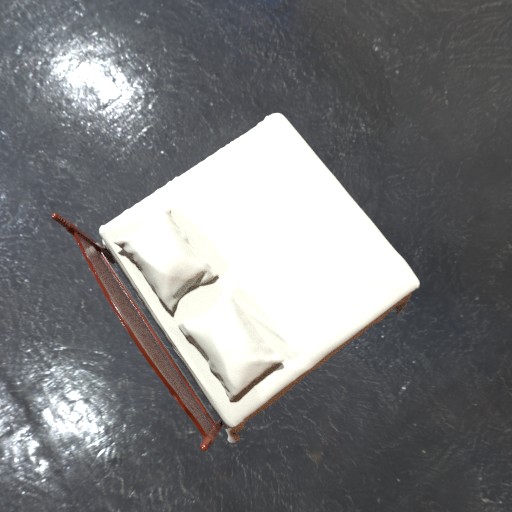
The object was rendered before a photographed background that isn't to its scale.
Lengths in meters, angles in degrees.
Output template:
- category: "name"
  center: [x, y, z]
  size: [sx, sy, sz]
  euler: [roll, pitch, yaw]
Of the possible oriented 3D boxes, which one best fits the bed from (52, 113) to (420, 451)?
- category: "bed"
  center: [0.000, 0.000, 3.718]
  size: [2.219, 1.355, 2.322]
  euler: [-35, 79, -8]
